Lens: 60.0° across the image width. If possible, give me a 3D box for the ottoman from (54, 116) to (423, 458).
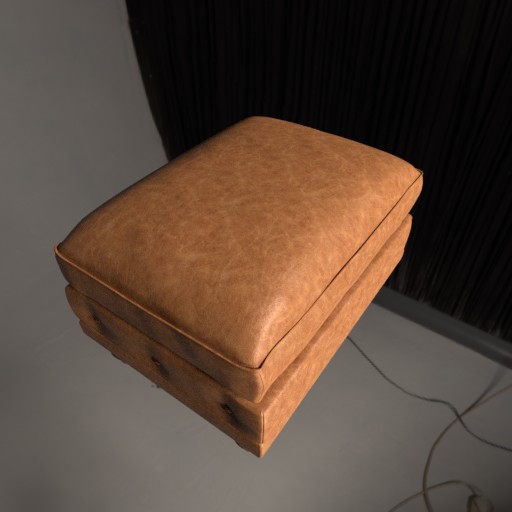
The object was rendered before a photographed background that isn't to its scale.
[{"bbox_3d":[0.000,0.000,1.071,0.533,0.480,0.710,25,47,26],"label":"ottoman"}]
